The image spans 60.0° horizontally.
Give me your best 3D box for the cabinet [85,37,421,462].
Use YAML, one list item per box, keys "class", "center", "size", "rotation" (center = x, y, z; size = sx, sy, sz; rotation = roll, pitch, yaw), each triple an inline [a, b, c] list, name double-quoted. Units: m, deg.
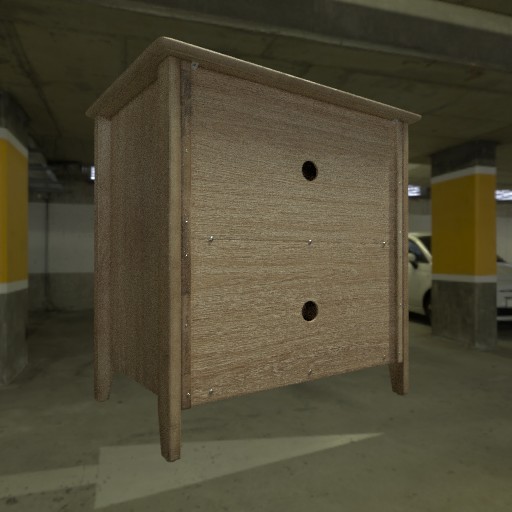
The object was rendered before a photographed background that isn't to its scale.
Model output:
- class: "cabinet"
  center: [0.000, 0.000, 1.190]
  size: [0.763, 0.762, 0.503]
  rotation: [0, 0, -35]
